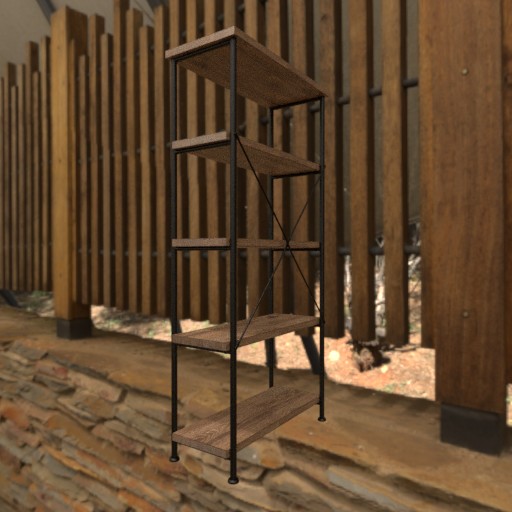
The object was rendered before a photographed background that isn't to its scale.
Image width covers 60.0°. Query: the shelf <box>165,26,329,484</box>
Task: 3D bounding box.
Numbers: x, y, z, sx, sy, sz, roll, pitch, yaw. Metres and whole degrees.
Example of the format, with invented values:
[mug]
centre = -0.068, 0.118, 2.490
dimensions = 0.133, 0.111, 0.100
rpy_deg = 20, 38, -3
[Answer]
[shelf]
centre = 0.000, 0.000, 2.066
dimensions = 0.360, 1.700, 0.800
rpy_deg = 0, 0, 35
